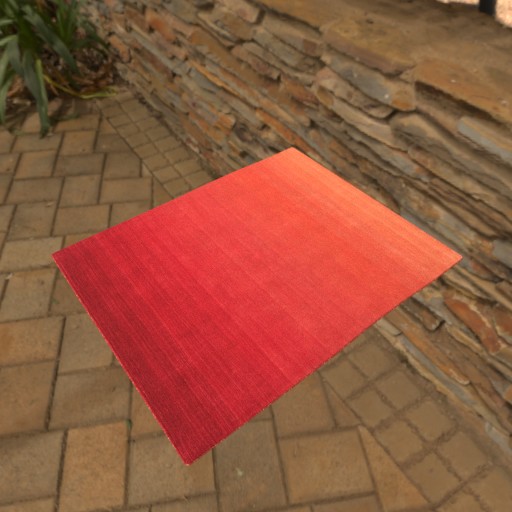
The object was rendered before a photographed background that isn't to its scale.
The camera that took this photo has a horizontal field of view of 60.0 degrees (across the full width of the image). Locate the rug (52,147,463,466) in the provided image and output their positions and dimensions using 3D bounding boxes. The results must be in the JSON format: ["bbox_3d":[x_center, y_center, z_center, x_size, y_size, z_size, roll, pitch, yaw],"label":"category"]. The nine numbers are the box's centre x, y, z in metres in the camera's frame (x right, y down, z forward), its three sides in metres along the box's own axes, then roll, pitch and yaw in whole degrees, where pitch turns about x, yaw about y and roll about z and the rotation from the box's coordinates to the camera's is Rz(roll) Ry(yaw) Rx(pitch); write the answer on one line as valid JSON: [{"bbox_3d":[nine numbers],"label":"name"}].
[{"bbox_3d":[0.000,0.000,3.987,2.905,0.028,2.340,-29,52,-26],"label":"rug"}]
